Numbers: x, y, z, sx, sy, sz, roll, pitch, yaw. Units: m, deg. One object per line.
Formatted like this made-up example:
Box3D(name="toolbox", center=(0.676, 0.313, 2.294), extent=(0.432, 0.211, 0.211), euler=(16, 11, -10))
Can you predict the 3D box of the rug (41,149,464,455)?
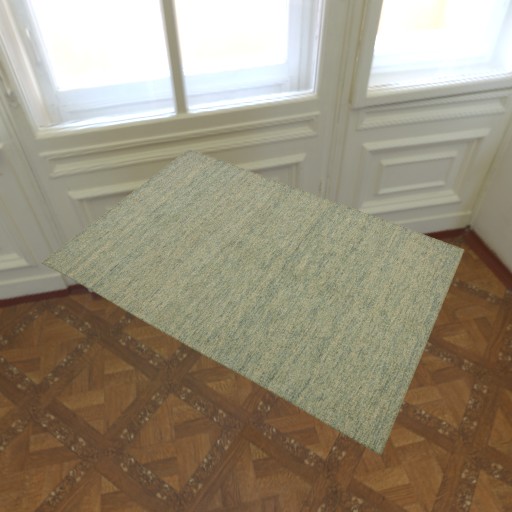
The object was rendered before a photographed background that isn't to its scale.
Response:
Box3D(name="rug", center=(0.000, 0.000, 2.883), extent=(2.283, 0.013, 1.547), euler=(24, 51, 21))
